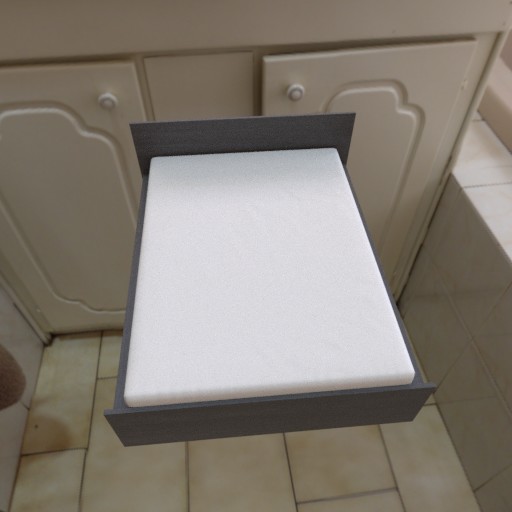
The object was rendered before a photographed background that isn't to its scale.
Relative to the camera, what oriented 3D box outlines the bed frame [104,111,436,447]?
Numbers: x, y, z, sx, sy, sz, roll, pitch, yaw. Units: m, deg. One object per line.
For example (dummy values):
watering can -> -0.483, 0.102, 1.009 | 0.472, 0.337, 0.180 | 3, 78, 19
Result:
bed frame -> 0.000, 0.000, 2.828 | 1.622, 0.800, 1.960 | -4, 49, -3
